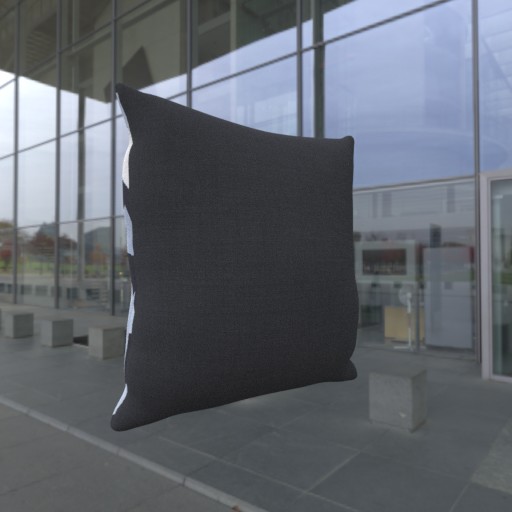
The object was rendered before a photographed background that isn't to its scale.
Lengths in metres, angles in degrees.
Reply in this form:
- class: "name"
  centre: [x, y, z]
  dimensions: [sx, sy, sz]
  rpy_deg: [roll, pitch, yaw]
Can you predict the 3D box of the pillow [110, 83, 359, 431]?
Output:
- class: "pillow"
  centre: [0.000, 0.000, 0.769]
  dimensions: [0.503, 0.496, 0.208]
  rpy_deg: [1, -2, -36]
